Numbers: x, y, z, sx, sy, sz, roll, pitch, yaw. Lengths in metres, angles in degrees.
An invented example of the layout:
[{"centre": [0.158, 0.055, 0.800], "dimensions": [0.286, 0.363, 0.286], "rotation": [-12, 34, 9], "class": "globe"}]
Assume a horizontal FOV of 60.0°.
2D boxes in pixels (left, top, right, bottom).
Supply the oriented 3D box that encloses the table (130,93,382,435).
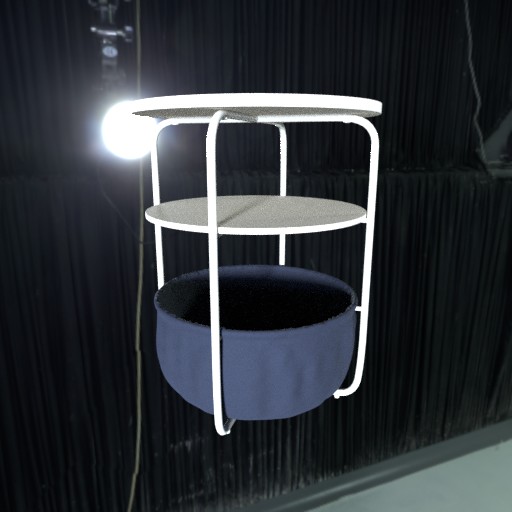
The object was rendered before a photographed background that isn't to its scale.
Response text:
[{"centre": [0.000, 0.000, 0.829], "dimensions": [0.418, 0.532, 0.418], "rotation": [-7, 16, -27], "class": "table"}]
